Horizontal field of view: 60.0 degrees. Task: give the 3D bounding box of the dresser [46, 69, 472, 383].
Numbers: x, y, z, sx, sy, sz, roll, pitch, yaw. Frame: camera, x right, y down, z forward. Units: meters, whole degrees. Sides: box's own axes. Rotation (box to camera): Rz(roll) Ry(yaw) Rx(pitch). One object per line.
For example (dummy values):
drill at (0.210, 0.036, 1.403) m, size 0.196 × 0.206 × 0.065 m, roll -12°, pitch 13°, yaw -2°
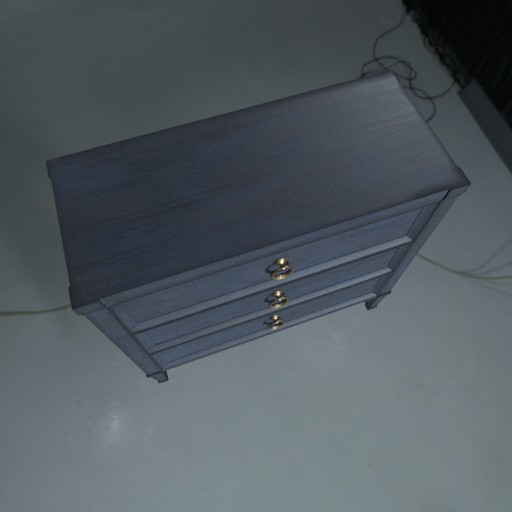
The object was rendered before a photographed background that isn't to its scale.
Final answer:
dresser at (0.000, 0.000, 1.624) m, size 1.049 × 0.986 × 0.463 m, roll -18°, pitch 65°, yaw -9°
